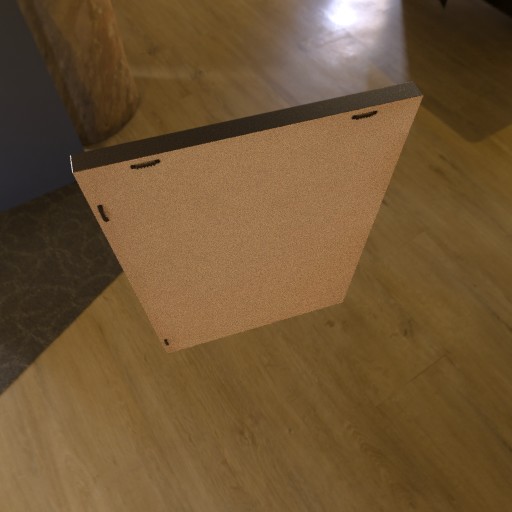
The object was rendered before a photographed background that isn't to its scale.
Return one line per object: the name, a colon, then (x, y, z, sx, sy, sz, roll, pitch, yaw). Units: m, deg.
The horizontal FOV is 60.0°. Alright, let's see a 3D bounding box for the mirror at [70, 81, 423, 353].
mirror: (0.000, 0.000, 0.924, 0.507, 0.710, 0.039, -15, 60, -9)
